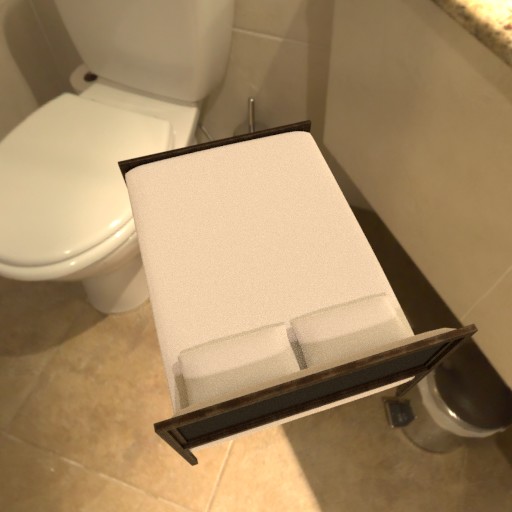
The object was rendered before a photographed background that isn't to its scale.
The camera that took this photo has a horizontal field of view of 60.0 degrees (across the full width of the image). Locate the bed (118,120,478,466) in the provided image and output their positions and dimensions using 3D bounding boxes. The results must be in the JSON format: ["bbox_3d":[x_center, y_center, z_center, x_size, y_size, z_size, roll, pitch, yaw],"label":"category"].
[{"bbox_3d":[0.000,0.000,3.168,1.607,1.313,2.221,-15,60,-9],"label":"bed"}]
